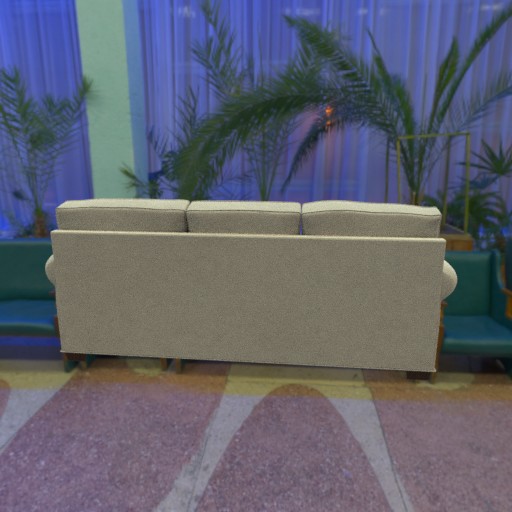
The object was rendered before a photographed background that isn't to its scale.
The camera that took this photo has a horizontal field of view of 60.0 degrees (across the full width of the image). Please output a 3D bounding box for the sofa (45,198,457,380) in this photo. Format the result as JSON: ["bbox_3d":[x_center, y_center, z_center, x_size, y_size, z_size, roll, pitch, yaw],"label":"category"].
[{"bbox_3d":[0.000,0.000,2.425,1.770,0.734,1.226,2,14,6],"label":"sofa"}]
